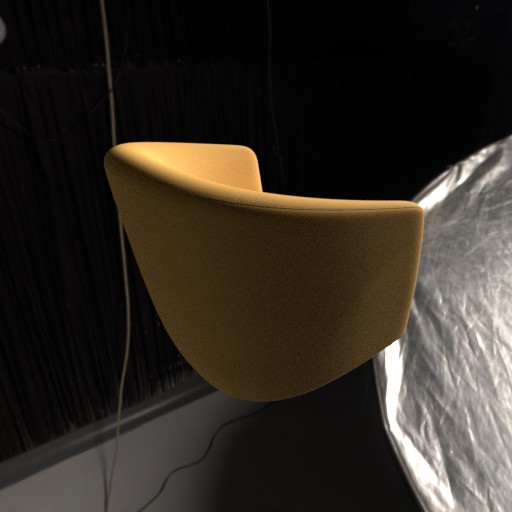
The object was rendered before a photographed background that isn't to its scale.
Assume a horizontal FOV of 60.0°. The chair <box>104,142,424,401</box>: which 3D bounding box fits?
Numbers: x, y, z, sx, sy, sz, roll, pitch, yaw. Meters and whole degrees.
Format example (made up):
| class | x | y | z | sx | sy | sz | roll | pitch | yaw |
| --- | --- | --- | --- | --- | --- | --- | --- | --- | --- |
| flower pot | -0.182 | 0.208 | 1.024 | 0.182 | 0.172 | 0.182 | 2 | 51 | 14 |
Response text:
| class | x | y | z | sx | sy | sz | roll | pitch | yaw |
| --- | --- | --- | --- | --- | --- | --- | --- | --- | --- |
| chair | 0.000 | 0.000 | 1.341 | 0.767 | 0.698 | 0.773 | -17 | 31 | -31 |
